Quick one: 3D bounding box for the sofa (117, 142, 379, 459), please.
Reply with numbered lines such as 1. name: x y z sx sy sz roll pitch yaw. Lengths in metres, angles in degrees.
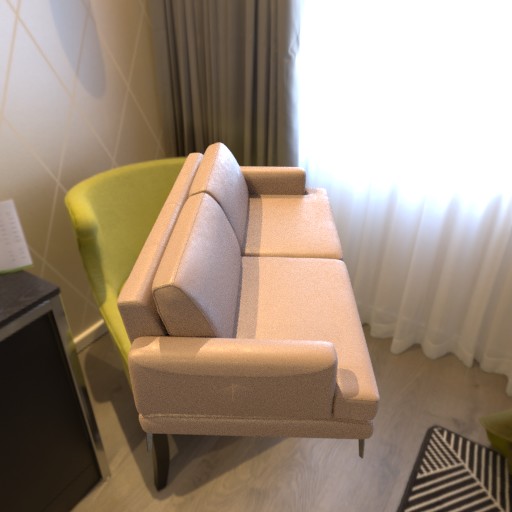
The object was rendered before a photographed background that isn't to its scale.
1. sofa: 0.000 0.000 2.417 0.974 0.765 1.940 1 32 2
